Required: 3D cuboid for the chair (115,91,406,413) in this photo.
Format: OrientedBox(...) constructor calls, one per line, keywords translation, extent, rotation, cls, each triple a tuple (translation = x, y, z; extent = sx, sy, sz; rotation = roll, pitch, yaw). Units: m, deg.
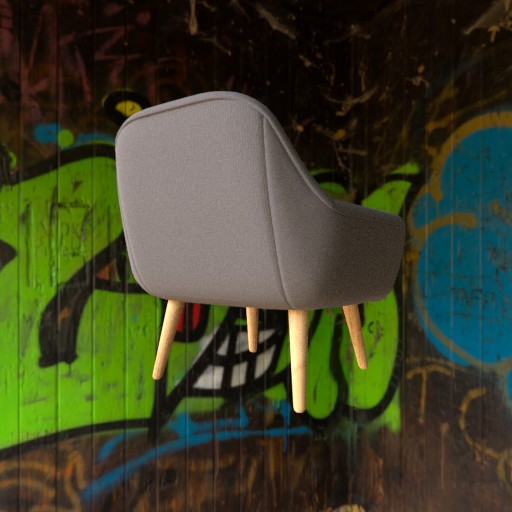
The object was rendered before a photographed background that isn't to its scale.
OrientedBox(translation=(0.000, 0.000, 1.439), extent=(0.770, 0.800, 0.779), rotation=(0, 0, 35), cls="chair")
